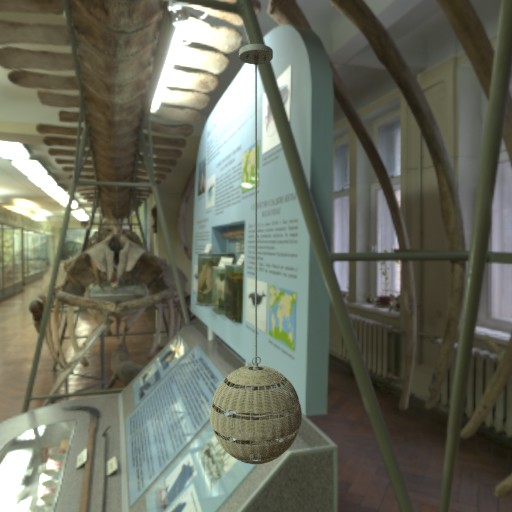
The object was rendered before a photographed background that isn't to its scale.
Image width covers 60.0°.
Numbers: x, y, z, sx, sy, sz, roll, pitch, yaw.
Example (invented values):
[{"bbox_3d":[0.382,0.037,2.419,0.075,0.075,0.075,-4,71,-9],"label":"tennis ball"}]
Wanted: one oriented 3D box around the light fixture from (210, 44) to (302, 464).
[{"bbox_3d":[0.000,0.000,2.204,0.457,2.019,0.457,0,1,-17],"label":"light fixture"}]
